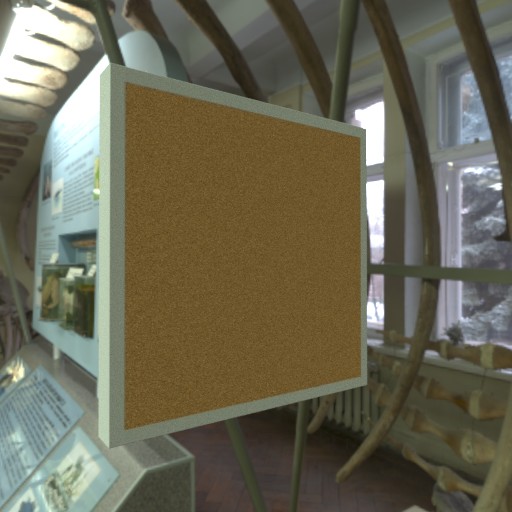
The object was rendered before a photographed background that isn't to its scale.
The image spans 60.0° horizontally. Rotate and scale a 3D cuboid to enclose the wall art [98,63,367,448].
[{"bbox_3d":[0.000,0.000,0.600,0.406,0.406,0.038,0,-1,-36],"label":"wall art"}]
